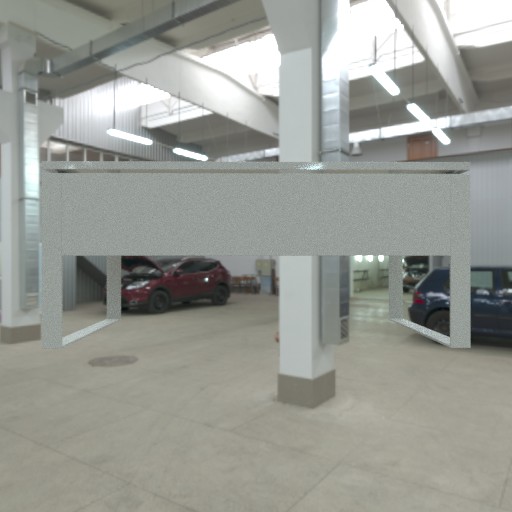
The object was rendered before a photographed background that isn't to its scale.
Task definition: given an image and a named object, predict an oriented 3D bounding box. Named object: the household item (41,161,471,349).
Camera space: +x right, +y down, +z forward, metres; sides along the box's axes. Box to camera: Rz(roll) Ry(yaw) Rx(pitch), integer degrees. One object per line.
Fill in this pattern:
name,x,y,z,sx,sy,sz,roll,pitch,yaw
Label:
household item,0.000,0.000,2.157,1.700,0.745,0.800,0,0,-1
